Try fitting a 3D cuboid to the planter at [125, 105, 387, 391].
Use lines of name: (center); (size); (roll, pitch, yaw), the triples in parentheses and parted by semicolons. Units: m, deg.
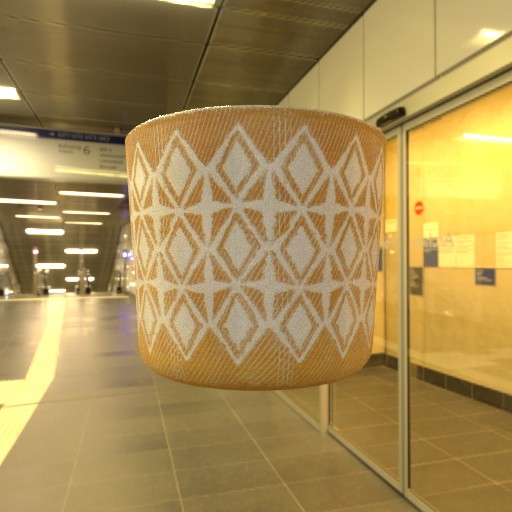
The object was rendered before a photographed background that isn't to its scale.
planter: (0.000, 0.000, 0.340); (0.193, 0.165, 0.193); (0, -1, 0)
